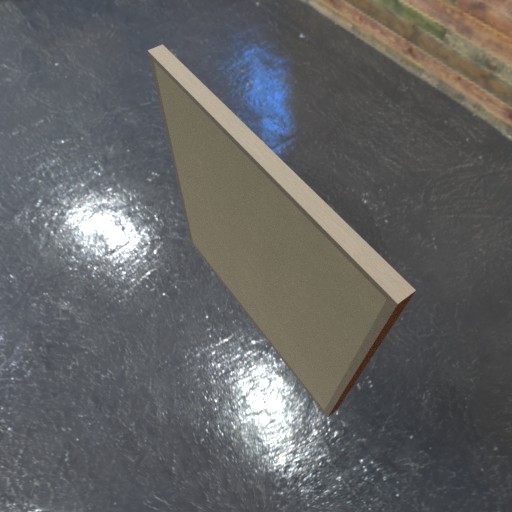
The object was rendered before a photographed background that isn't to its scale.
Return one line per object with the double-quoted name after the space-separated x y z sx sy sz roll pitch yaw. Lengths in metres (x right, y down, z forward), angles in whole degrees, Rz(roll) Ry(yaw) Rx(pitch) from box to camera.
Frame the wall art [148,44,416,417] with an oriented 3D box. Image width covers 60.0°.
0.000 0.000 1.141 0.038 0.758 0.761 -32 63 -18 "wall art"
